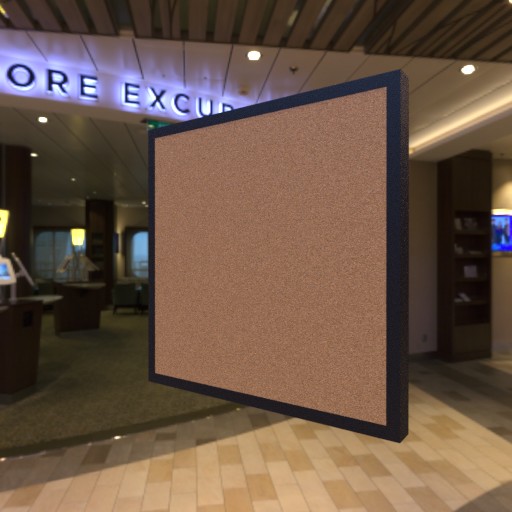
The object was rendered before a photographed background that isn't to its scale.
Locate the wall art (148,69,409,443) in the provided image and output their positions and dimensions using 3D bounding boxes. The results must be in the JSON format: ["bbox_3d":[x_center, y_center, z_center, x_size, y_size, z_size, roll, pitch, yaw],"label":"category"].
[{"bbox_3d":[0.000,0.000,0.764,0.508,0.508,0.038,0,0,36],"label":"wall art"}]
